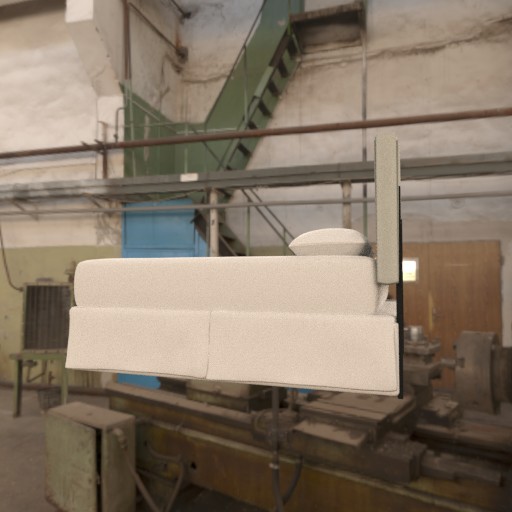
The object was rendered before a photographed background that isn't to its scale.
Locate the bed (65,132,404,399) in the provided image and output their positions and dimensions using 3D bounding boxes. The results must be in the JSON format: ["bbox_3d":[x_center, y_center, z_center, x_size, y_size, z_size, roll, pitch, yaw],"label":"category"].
[{"bbox_3d":[0.000,0.000,3.480,2.180,1.607,1.813,-1,-3,19],"label":"bed"}]
